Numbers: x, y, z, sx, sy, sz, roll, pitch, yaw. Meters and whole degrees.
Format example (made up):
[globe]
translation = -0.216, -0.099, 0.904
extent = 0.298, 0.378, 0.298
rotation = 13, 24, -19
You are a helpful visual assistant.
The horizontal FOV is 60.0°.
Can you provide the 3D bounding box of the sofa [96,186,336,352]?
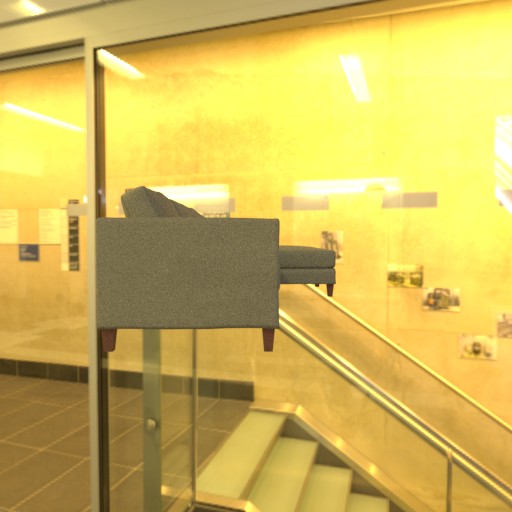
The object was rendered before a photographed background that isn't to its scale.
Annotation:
[sofa]
translation = 0.000, 0.000, 3.807
extent = 1.625, 0.861, 3.186
rotation = 0, 2, 0
